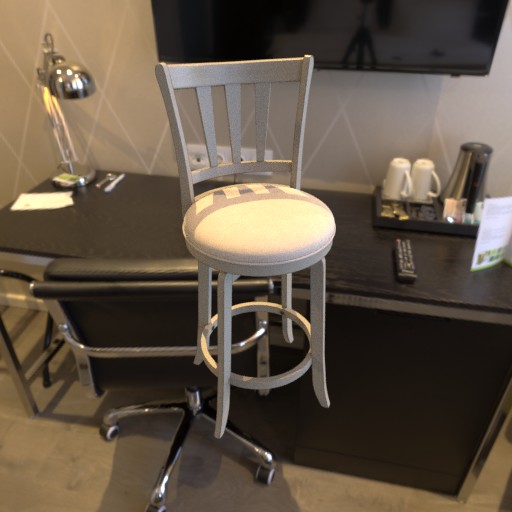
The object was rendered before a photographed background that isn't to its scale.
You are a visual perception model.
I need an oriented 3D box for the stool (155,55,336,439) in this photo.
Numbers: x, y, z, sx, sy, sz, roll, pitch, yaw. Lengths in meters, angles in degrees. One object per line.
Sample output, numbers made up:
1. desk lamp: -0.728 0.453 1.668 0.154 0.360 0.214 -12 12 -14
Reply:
1. stool: 0.000 0.000 1.321 0.436 1.042 0.475 -10 34 -15
